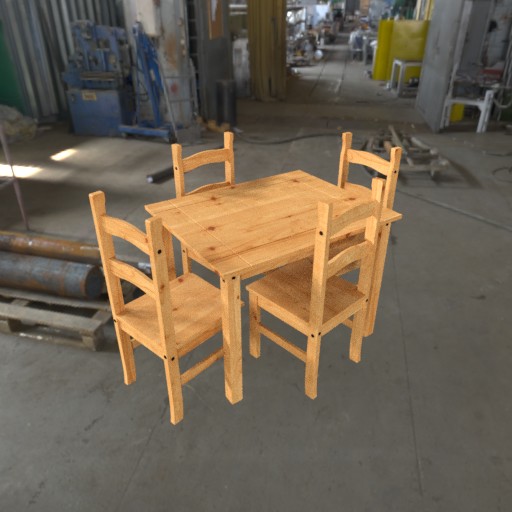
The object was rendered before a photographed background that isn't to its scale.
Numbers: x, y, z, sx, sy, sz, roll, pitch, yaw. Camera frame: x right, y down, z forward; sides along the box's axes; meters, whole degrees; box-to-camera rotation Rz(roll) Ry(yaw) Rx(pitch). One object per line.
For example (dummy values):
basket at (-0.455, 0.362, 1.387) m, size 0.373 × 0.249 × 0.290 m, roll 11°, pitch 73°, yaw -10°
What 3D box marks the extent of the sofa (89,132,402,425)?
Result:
sofa at (0.000, 0.000, 2.305) m, size 1.529 × 1.000 × 1.144 m, roll -18°, pitch 34°, yaw -29°
